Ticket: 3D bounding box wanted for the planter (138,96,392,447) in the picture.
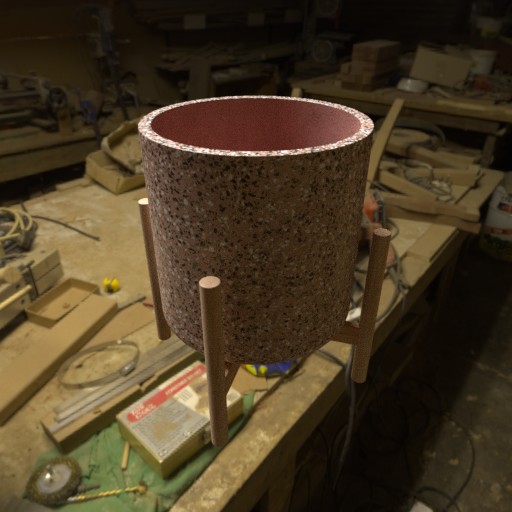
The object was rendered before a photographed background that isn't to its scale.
[{"bbox_3d":[0.000,0.000,0.690,0.360,0.419,0.360,23,38,33],"label":"planter"}]
